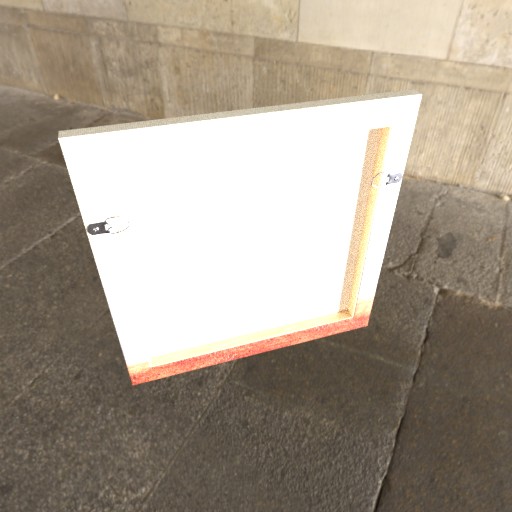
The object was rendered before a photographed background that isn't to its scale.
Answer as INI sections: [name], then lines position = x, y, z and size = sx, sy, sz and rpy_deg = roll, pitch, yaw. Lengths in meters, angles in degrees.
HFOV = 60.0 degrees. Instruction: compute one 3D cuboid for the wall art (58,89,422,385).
[wall art]
position = 0.000, 0.000, 1.142
size = 0.760, 0.760, 0.042
rpy_deg = -11, 41, -13
